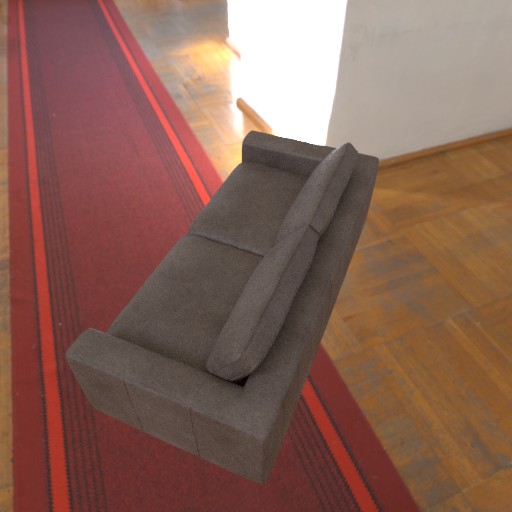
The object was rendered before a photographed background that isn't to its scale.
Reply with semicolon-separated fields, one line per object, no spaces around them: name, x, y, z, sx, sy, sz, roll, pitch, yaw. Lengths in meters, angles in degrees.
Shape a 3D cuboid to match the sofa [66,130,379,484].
sofa;0.000;0.000;2.795;1.070;0.801;2.262;17;48;16
